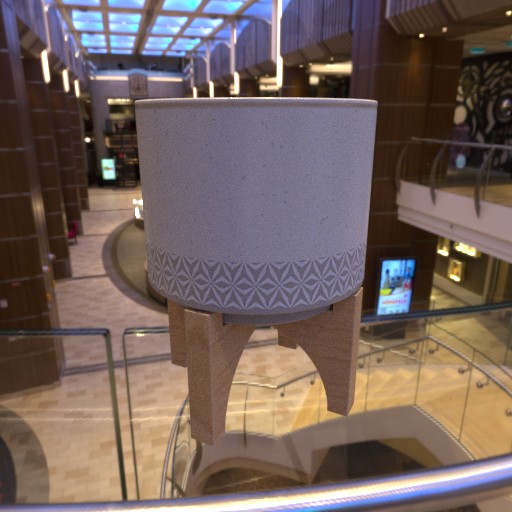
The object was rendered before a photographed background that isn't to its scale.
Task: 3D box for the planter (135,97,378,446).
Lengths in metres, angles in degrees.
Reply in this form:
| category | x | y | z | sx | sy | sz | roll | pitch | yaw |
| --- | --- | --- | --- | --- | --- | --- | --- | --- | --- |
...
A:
| category | x | y | z | sx | sy | sz | roll | pitch | yaw |
| --- | --- | --- | --- | --- | --- | --- | --- | --- | --- |
| planter | 0.000 | 0.000 | 0.271 | 0.130 | 0.178 | 0.130 | 0 | 18 | 0 |
